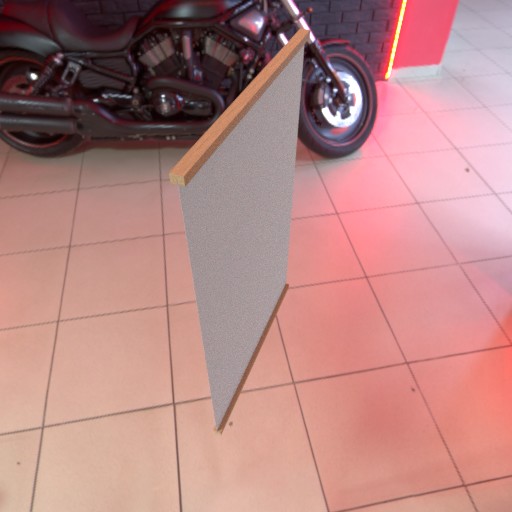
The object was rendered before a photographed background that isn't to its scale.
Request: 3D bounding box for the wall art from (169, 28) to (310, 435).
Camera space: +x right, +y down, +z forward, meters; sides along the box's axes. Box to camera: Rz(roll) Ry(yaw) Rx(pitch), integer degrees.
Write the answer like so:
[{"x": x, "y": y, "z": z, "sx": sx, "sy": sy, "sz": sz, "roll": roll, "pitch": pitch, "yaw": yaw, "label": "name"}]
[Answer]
[{"x": 0.000, "y": 0.000, "z": 1.897, "sx": 0.040, "sy": 1.510, "sz": 0.991, "roll": 16, "pitch": 48, "yaw": 15, "label": "wall art"}]
